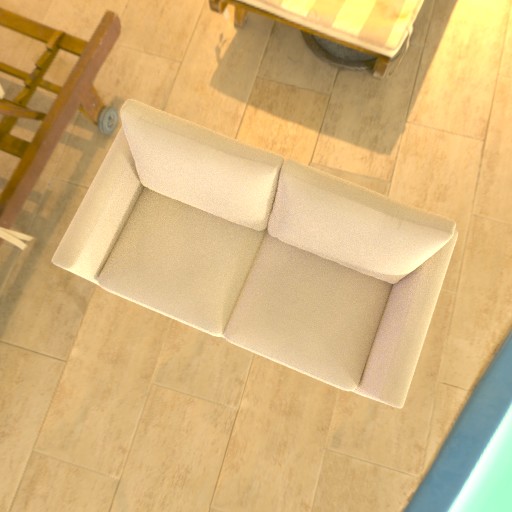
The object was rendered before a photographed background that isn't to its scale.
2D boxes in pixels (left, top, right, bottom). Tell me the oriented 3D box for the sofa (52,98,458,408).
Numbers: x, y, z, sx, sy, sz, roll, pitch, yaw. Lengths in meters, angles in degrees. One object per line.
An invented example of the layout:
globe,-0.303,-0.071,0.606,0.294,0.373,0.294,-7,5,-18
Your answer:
sofa,0.000,0.000,2.284,1.739,0.995,0.906,22,78,5
